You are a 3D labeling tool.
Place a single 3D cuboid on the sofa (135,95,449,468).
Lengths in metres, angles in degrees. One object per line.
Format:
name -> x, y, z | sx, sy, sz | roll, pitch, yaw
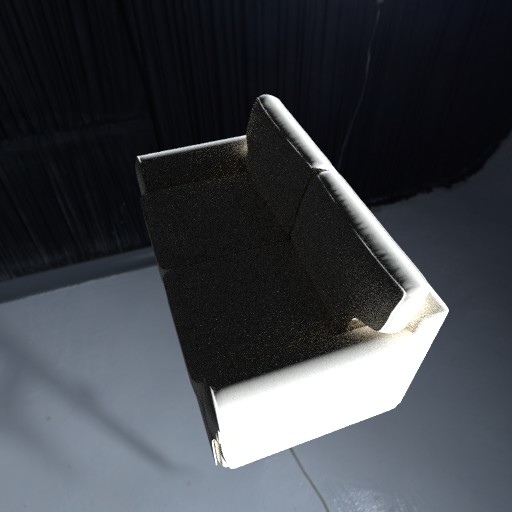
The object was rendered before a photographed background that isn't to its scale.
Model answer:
sofa -> 0.000, 0.000, 2.320 | 0.991, 0.940, 1.727 | -15, 48, -13
